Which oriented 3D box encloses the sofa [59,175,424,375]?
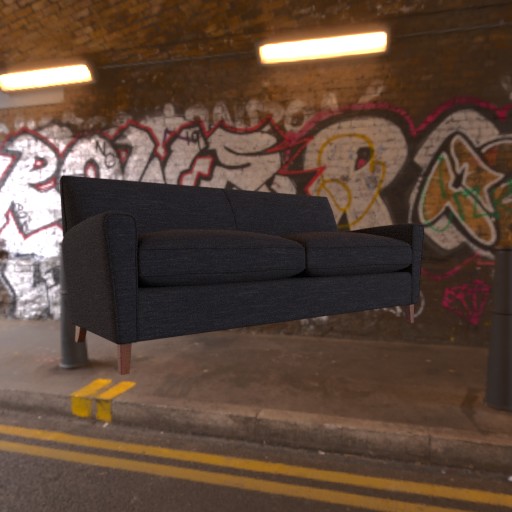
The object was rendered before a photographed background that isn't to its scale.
[{"bbox_3d":[0.000,0.000,2.528,1.976,0.846,0.875,-1,2,-36],"label":"sofa"}]
